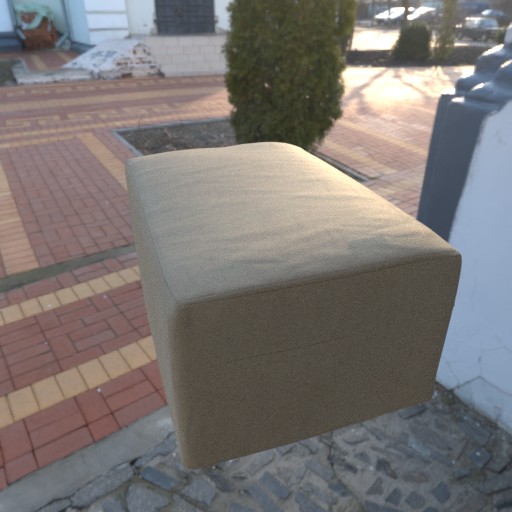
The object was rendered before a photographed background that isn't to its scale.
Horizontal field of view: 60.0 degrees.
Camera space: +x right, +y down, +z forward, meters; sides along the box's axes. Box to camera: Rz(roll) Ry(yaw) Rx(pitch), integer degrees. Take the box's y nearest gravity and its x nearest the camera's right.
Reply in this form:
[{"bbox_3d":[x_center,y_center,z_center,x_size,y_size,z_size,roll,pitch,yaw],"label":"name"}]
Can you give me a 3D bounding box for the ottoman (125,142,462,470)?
[{"bbox_3d":[0.000,0.000,1.177,0.590,0.444,0.872,-9,30,-17],"label":"ottoman"}]
